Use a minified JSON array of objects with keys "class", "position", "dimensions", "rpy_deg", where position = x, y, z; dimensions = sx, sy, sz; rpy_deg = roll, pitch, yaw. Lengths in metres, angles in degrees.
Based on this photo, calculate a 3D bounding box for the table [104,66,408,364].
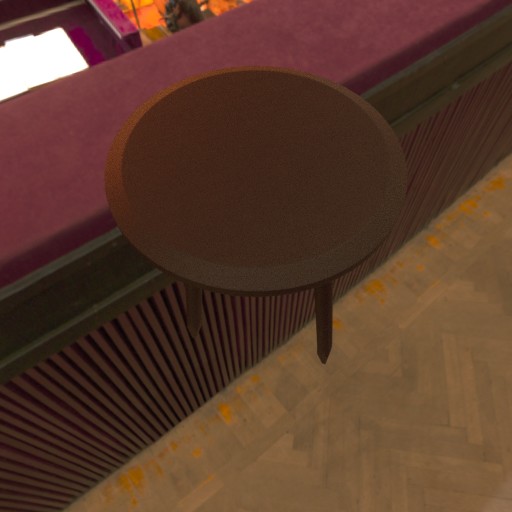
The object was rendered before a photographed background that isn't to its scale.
[{"class":"table","position":[0.000,0.000,0.918],"dimensions":[0.457,0.585,0.457],"rpy_deg":[0,58,0]}]
